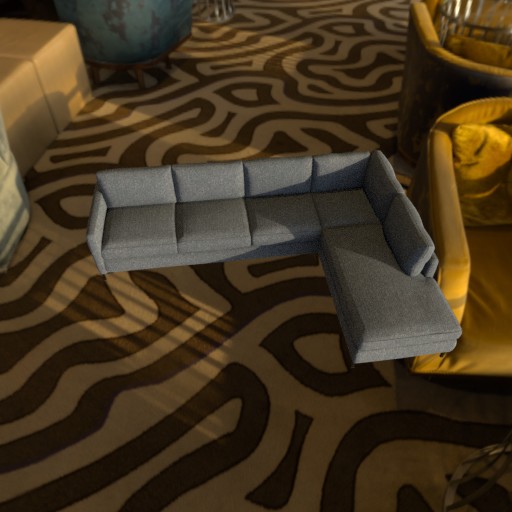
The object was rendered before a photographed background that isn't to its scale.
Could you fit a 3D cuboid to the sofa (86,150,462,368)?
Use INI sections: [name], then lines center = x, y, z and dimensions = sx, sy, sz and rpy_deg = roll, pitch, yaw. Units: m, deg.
[sofa]
center = 0.000, 0.000, 3.905
dimensions = 2.949, 0.815, 2.007
rpy_deg = -5, 47, -5
